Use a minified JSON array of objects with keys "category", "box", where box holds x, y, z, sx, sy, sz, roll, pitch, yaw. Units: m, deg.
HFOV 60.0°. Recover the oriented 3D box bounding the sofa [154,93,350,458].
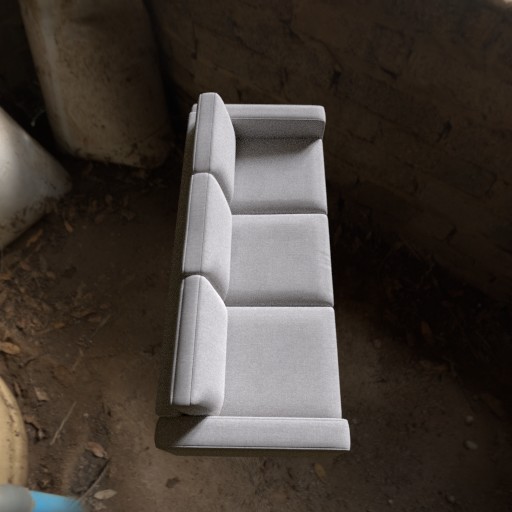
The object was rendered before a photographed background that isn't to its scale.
[{"category":"sofa","box":[0.000,0.000,2.599,0.900,0.800,2.120,1,63,0]}]
